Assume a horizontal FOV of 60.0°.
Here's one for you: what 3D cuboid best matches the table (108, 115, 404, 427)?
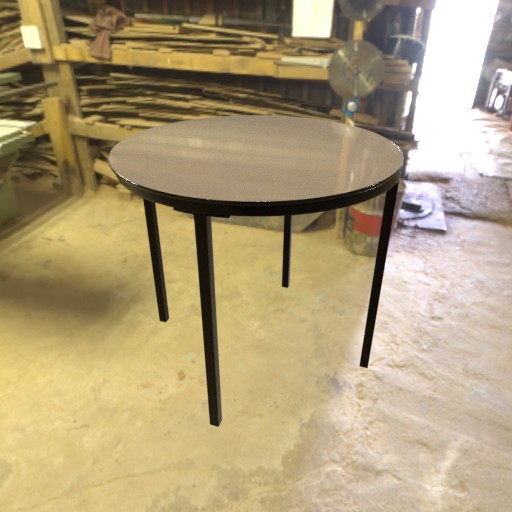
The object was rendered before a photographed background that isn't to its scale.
[{"bbox_3d":[0.000,0.000,0.888,0.499,0.443,0.499,0,30,0],"label":"table"}]
